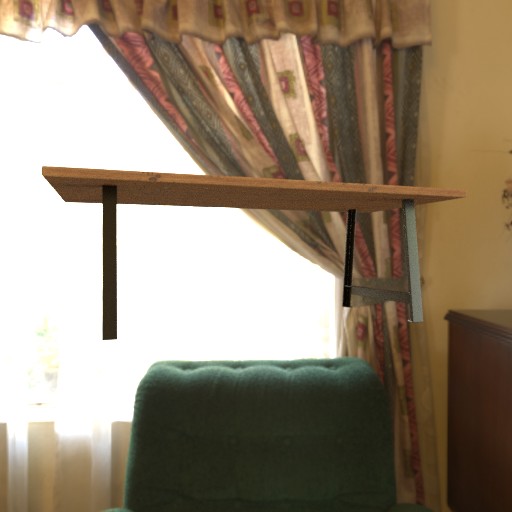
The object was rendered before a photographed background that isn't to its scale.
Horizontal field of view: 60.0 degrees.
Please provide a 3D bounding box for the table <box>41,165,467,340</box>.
[{"bbox_3d":[0.000,0.000,2.653,2.200,0.757,1.000,0,0,-18],"label":"table"}]
